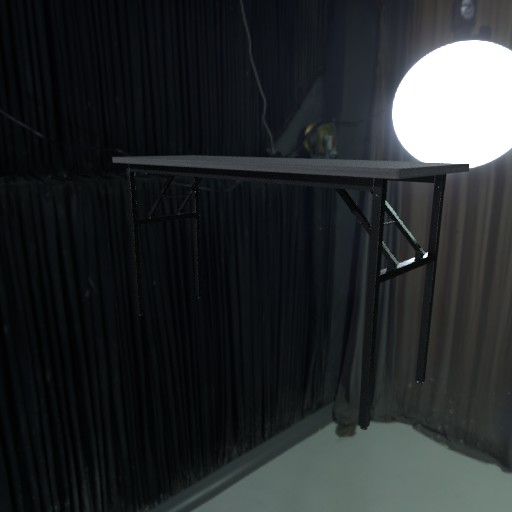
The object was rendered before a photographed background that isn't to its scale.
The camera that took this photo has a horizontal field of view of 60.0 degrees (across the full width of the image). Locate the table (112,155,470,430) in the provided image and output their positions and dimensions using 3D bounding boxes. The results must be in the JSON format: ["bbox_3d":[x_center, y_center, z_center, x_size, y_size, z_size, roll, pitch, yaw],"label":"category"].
[{"bbox_3d":[0.000,0.000,1.763,0.449,0.750,1.399,-14,19,-43],"label":"table"}]
